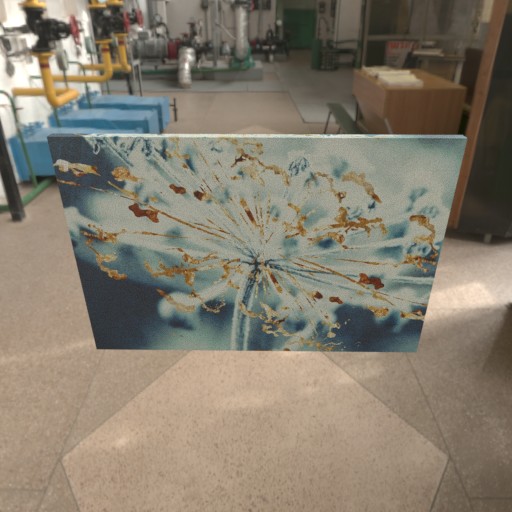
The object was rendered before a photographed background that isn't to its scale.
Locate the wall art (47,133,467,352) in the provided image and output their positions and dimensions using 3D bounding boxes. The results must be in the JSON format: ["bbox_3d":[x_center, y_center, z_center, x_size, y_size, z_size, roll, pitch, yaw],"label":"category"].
[{"bbox_3d":[0.000,0.000,1.403,1.138,0.759,0.035,0,30,1],"label":"wall art"}]
